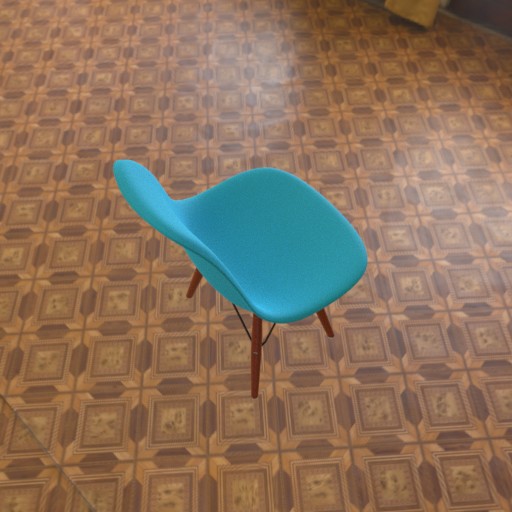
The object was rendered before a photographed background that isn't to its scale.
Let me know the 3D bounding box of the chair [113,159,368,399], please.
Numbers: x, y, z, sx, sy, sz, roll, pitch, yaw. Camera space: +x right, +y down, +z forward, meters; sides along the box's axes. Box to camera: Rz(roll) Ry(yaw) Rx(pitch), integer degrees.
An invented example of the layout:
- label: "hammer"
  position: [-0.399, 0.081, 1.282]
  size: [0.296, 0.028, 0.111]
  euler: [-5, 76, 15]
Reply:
- label: "chair"
  position: [0.000, 0.000, 1.173]
  size: [0.533, 0.826, 0.470]
  euler: [-31, 62, -18]
